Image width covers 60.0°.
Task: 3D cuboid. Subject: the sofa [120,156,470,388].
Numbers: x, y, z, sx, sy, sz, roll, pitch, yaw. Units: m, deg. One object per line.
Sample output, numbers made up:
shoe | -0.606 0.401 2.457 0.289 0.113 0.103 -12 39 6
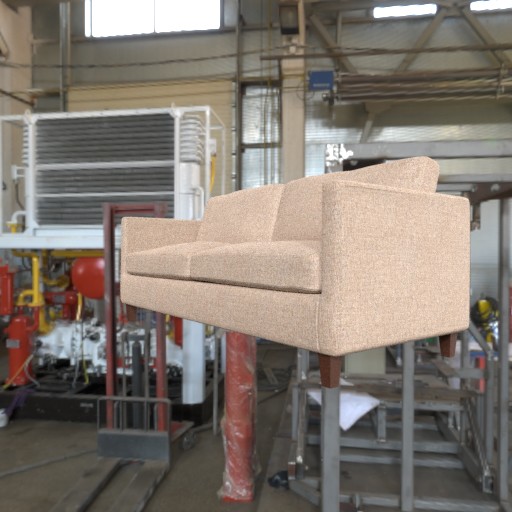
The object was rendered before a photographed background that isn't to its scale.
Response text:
sofa | 0.000 0.000 2.710 0.951 0.965 2.208 0 1 -37
